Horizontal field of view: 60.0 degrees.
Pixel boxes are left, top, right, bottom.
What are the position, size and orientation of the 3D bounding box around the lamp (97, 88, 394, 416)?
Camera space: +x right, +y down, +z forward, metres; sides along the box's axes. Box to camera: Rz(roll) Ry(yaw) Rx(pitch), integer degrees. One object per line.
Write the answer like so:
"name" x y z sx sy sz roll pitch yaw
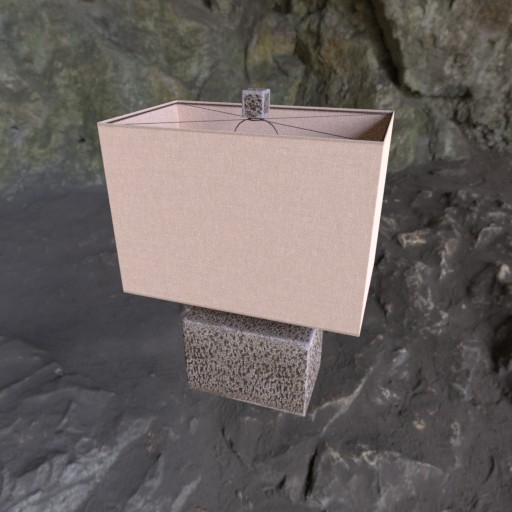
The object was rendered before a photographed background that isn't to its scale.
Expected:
"lamp" 0.000 0.000 0.582 0.294 0.411 0.180 8 28 16
